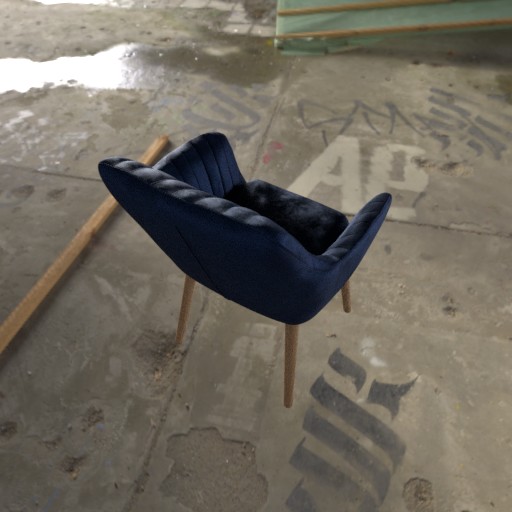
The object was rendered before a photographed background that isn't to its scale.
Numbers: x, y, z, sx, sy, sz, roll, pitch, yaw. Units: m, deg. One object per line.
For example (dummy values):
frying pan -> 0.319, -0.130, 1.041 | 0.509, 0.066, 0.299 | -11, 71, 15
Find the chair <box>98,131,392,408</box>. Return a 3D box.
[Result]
chair -> 0.000, 0.000, 1.239 | 0.578, 0.826, 0.573 | 25, 52, 21
